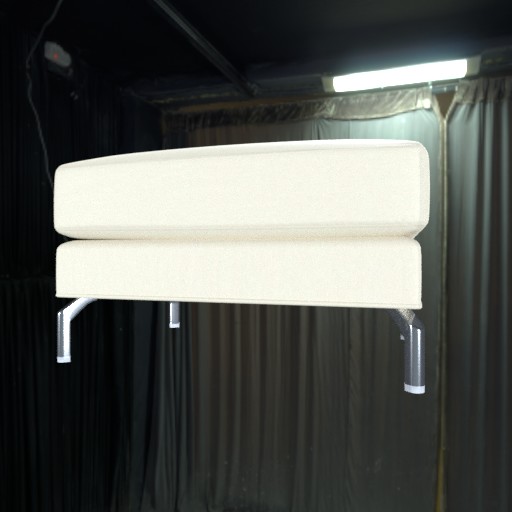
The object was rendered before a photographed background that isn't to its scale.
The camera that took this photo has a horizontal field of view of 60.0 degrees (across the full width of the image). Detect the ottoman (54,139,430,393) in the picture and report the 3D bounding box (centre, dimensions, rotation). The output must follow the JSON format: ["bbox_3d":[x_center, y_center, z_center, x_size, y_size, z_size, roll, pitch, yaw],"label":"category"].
[{"bbox_3d":[0.000,0.000,1.183,0.835,0.497,0.581,0,0,18],"label":"ottoman"}]
